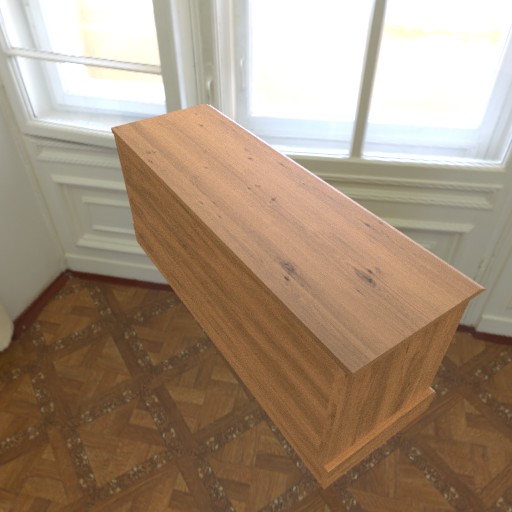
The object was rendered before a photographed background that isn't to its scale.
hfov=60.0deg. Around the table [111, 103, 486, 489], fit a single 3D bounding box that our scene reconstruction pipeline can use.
[{"bbox_3d":[0.000,0.000,1.415,0.400,0.510,1.200,-24,47,-25],"label":"table"}]
